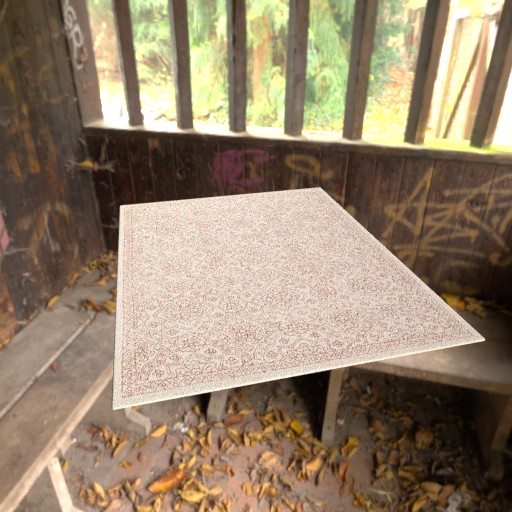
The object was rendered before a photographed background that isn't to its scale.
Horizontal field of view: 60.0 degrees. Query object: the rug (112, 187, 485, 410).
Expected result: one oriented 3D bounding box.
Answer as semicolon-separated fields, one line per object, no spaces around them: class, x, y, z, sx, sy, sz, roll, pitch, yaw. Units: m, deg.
rug;0.000;0.000;4.037;2.441;0.015;3.050;-7;30;-12
